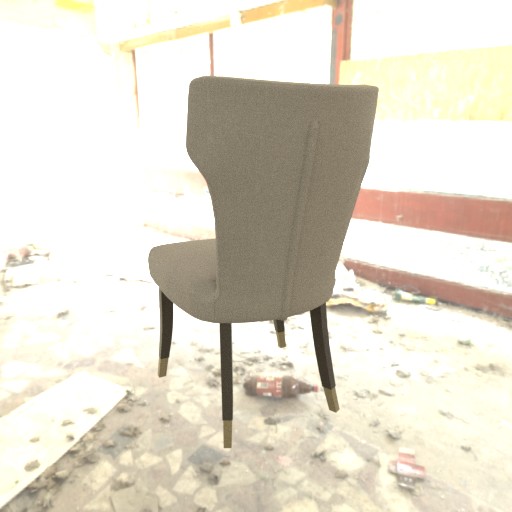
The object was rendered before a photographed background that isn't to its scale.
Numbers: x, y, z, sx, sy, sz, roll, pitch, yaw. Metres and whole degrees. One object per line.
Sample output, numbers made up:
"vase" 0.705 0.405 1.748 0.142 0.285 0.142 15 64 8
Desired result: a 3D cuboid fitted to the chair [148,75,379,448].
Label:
"chair" 0.000 0.000 1.330 0.526 0.950 0.630 -8 18 -26
